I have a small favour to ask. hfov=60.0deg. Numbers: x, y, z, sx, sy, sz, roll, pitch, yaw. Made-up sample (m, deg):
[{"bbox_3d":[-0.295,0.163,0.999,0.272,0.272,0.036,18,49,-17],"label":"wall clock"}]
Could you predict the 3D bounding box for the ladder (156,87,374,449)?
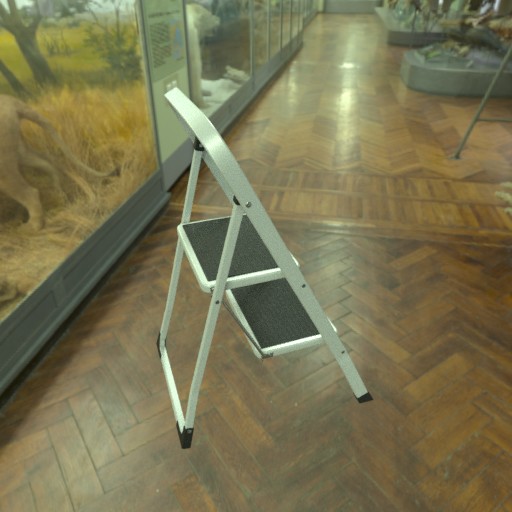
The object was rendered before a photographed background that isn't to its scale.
[{"bbox_3d":[0.000,0.000,1.149,0.544,0.810,0.460,-11,34,-17],"label":"ladder"}]
